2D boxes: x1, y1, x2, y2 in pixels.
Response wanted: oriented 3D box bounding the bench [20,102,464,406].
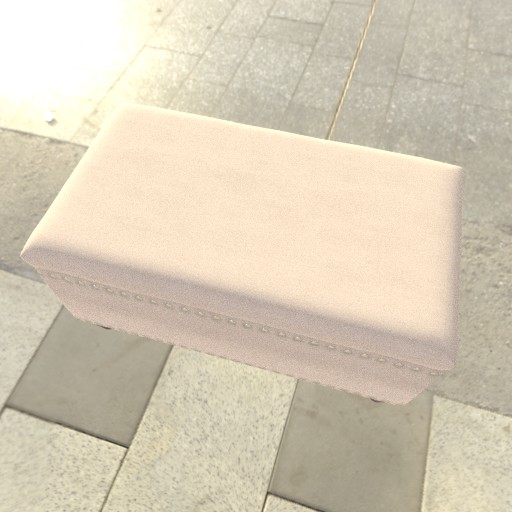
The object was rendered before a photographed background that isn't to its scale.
[{"bbox_3d":[0.000,0.000,1.145,0.887,0.449,0.500,13,59,8],"label":"bench"}]
